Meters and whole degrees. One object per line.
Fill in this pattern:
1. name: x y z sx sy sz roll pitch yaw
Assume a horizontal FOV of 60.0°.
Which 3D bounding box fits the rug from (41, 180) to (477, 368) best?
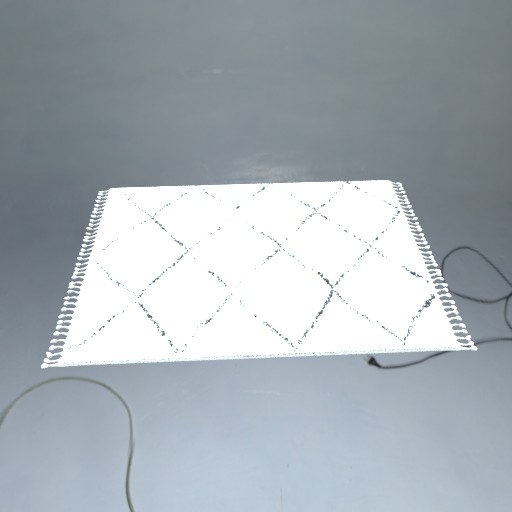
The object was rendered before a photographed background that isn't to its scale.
1. rug: 0.000 0.000 2.848 2.307 0.031 1.494 -2 46 -2
